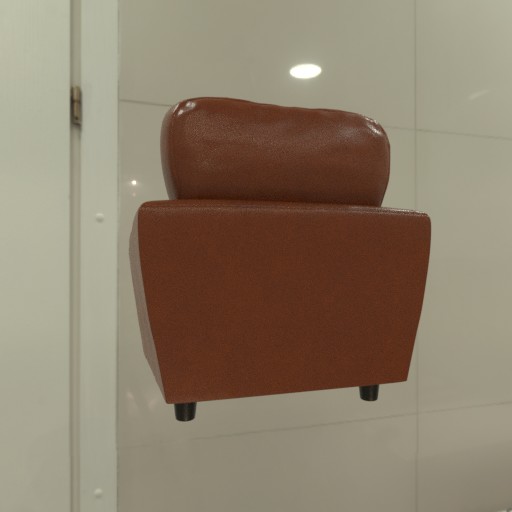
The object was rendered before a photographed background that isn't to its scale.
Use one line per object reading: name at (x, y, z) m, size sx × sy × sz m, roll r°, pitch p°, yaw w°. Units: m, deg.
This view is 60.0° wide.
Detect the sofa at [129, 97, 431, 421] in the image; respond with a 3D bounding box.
sofa at (0.000, 0.000, 1.521) m, size 0.836 × 0.876 × 0.789 m, roll 0°, pitch 0°, yaw -17°
